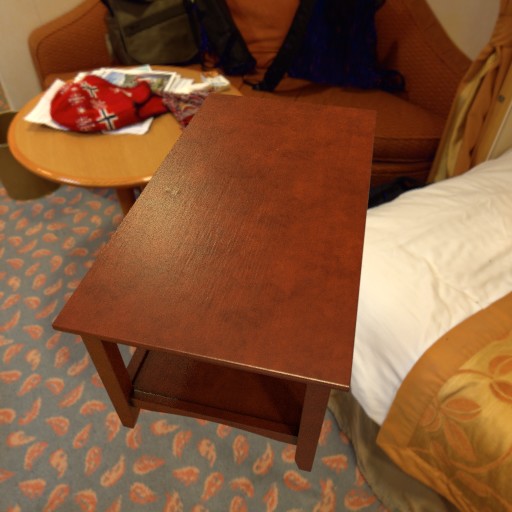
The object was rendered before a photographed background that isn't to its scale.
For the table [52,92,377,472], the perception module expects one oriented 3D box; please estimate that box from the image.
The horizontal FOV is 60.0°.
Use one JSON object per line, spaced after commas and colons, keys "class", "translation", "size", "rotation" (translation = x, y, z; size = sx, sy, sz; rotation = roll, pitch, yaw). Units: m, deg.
{"class": "table", "translation": [0.000, 0.000, 1.233], "size": [0.533, 0.456, 0.943], "rotation": [10, 46, 9]}
